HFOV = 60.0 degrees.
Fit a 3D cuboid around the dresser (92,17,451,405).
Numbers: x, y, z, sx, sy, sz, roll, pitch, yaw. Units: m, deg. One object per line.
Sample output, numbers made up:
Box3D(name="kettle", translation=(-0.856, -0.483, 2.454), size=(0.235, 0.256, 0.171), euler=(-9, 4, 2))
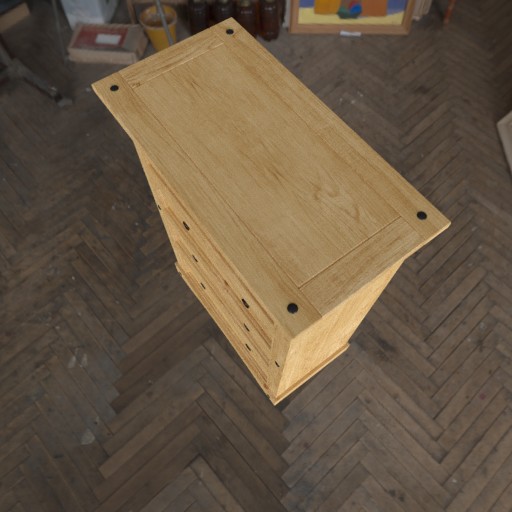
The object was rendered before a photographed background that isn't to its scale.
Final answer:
Box3D(name="dresser", translation=(0.000, 0.000, 1.732), size=(0.485, 1.300, 0.915), euler=(-33, 69, -15))
